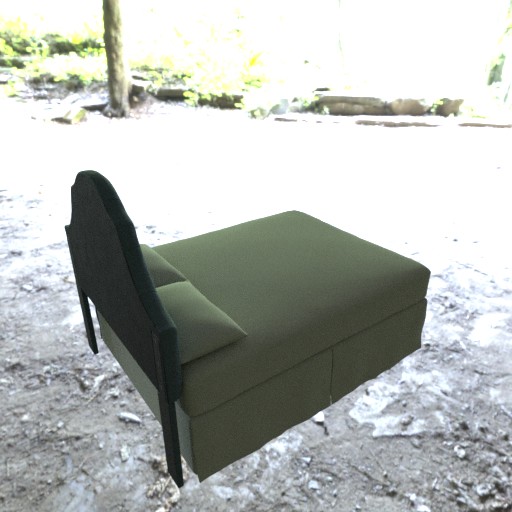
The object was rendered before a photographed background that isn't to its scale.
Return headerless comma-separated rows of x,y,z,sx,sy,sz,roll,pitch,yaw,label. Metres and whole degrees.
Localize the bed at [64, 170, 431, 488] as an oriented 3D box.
0.000,0.000,3.169,2.155,1.575,1.636,-18,32,-32,bed
